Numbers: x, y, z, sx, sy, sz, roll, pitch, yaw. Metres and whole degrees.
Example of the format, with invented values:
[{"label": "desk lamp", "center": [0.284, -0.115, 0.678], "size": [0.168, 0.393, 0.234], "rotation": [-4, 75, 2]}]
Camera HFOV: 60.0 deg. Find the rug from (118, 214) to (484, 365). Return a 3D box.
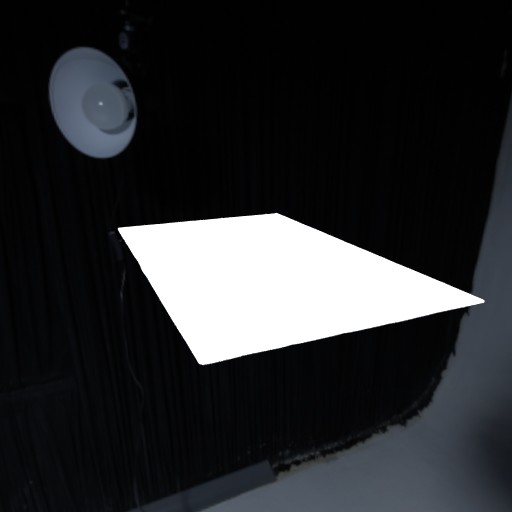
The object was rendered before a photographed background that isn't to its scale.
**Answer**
[{"label": "rug", "center": [0.000, 0.000, 3.069], "size": [1.546, 0.010, 2.442], "rotation": [-7, 19, -23]}]
